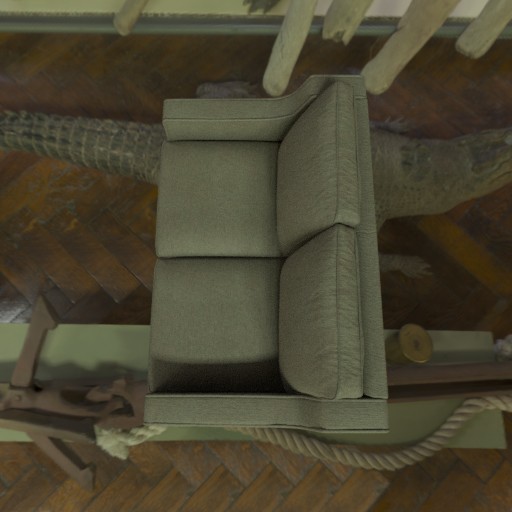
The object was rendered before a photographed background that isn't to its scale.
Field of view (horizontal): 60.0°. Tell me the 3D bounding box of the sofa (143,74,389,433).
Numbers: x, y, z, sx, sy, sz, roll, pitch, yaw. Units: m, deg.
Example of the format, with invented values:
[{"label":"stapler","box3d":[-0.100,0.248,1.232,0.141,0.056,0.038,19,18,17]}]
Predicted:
[{"label":"sofa","box3d":[0.000,0.000,2.118,0.985,0.981,1.503,0,75,0]}]
